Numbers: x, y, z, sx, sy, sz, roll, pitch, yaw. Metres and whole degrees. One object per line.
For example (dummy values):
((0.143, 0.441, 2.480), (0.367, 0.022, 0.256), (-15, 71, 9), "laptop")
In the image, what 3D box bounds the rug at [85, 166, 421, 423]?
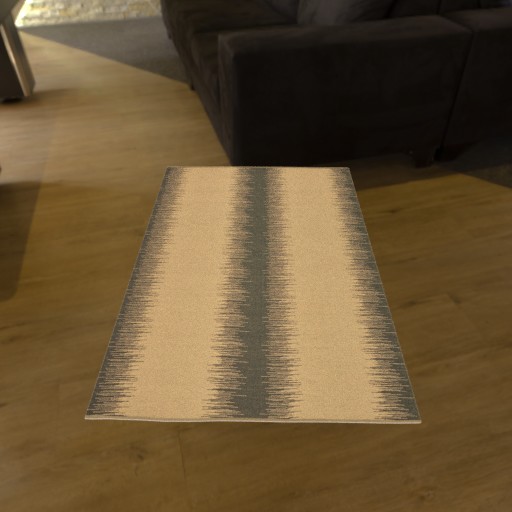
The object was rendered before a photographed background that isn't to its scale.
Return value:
((0.000, 0.000, 2.315), (1.234, 0.006, 1.854), (0, 41, 1), "rug")
